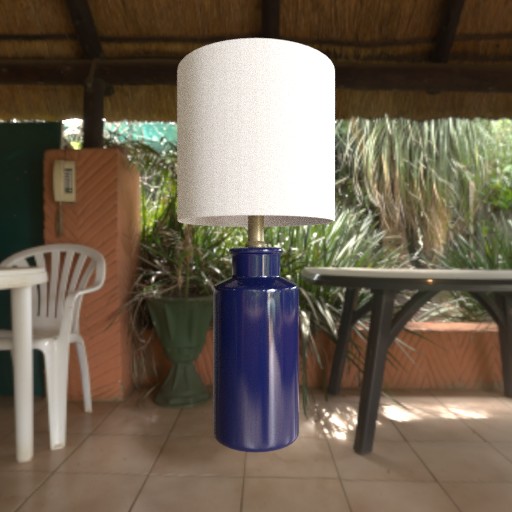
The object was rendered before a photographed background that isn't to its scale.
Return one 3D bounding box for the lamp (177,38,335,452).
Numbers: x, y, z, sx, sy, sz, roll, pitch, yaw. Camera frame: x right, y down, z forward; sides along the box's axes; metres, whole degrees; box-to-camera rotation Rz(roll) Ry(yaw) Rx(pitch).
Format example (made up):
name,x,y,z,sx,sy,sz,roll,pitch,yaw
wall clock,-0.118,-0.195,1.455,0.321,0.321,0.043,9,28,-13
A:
name,x,y,z,sx,sy,sz,roll,pitch,yaw
lamp,0.000,0.000,0.606,0.212,0.493,0.212,0,0,0
